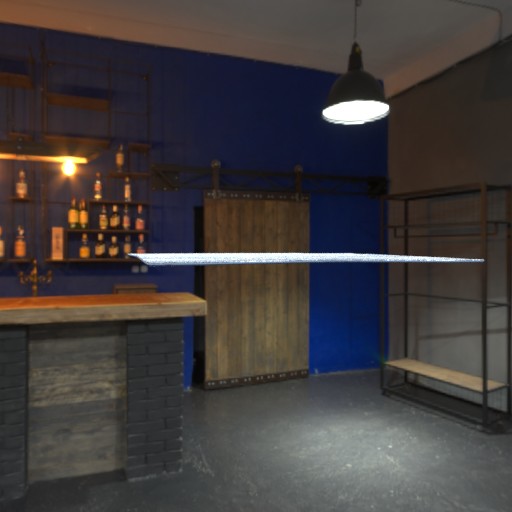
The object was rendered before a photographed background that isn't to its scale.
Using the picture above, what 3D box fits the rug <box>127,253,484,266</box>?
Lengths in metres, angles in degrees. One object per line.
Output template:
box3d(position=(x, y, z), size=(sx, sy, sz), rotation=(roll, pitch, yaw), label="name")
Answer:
box3d(position=(0.000, 0.000, 3.042), size=(1.624, 0.030, 2.349), rotation=(0, 1, -18), label="rug")
